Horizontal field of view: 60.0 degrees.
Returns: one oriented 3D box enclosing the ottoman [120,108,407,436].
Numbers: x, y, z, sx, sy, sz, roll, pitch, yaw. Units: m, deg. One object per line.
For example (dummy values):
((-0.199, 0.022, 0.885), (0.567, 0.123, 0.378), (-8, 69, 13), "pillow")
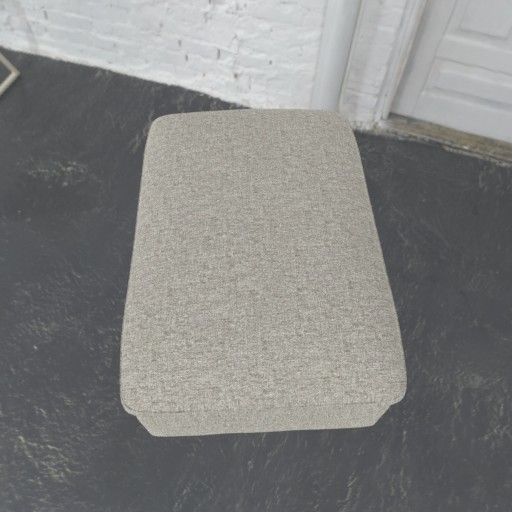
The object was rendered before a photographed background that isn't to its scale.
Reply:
((0.000, 0.000, 1.359), (0.694, 0.451, 0.977), (-2, 58, -1), "ottoman")
